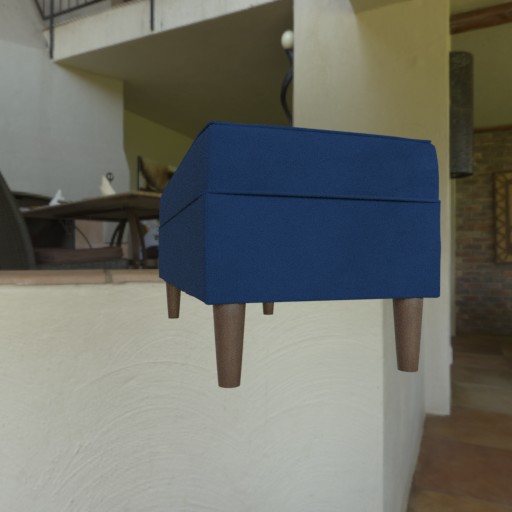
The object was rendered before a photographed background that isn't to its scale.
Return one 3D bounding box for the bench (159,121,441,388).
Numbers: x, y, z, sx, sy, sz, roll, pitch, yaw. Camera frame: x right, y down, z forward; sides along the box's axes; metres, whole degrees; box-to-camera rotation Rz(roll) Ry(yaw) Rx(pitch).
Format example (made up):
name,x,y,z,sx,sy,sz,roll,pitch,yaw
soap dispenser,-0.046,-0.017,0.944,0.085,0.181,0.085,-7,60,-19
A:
name,x,y,z,sx,sy,sz,roll,pitch,yaw
bench,0.000,0.000,1.291,0.489,0.467,1.010,0,0,-17
